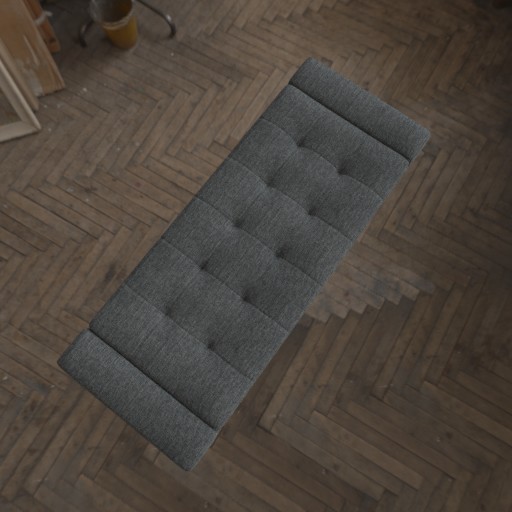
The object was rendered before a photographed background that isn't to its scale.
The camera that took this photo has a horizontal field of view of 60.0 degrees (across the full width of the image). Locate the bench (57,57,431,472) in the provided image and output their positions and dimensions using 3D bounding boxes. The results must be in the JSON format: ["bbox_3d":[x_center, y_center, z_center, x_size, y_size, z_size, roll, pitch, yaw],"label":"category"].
[{"bbox_3d":[0.000,0.000,1.570,0.508,0.445,1.296,36,79,8],"label":"bench"}]
